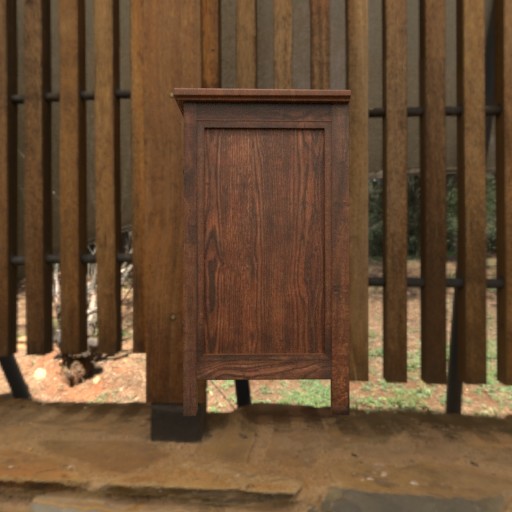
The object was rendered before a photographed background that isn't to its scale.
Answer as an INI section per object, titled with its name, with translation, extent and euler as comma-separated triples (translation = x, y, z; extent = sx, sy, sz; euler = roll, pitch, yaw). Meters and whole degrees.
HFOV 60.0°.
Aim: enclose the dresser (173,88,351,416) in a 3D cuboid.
[dresser]
translation = 0.000, 0.000, 1.919
extent = 0.463, 0.856, 1.551
euler = 0, -1, -1
